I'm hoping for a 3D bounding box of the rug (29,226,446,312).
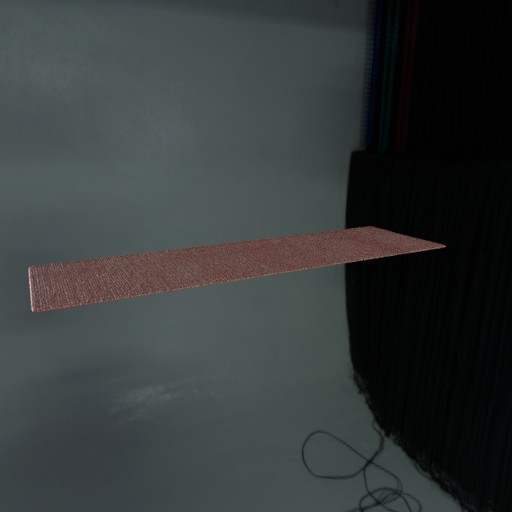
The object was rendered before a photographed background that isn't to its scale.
[{"bbox_3d":[0.000,0.000,2.522,2.307,0.012,0.687,-8,17,-26],"label":"rug"}]
